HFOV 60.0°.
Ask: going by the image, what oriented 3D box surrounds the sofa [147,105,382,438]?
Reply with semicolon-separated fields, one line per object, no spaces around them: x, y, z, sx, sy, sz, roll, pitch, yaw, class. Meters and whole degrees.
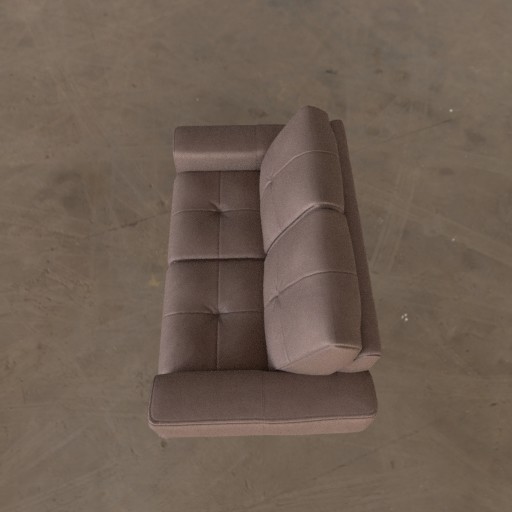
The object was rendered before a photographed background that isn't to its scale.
0.000;0.000;2.405;1.018;0.907;1.806;-1;60;-1;sofa
